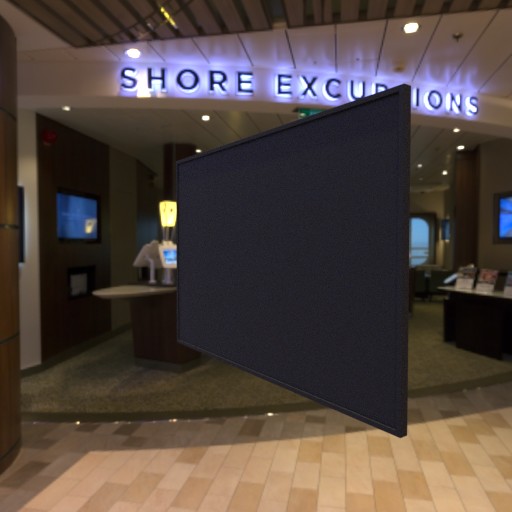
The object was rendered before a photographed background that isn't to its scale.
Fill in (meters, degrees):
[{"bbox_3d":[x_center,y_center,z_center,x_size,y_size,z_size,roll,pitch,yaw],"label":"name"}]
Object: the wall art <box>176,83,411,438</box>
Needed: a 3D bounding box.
[{"bbox_3d":[0.000,0.000,1.497,0.028,0.805,1.190,-1,2,-35],"label":"wall art"}]
